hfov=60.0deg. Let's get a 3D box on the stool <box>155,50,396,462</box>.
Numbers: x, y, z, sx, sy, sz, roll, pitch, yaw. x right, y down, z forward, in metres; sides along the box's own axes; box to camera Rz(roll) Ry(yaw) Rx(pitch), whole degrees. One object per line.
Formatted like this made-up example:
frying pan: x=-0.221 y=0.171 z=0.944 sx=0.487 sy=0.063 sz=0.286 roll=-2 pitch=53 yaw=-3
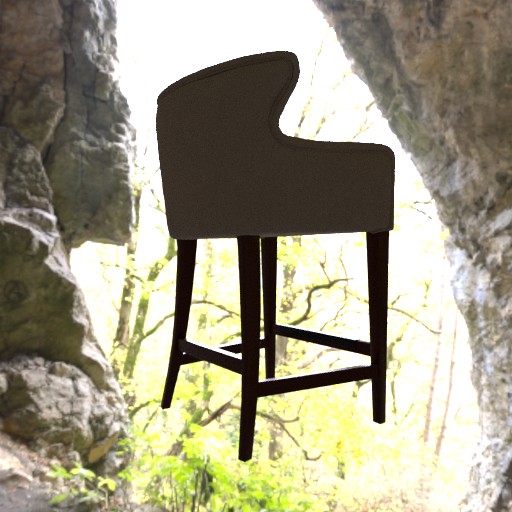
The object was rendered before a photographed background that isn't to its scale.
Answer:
stool: x=0.000 y=0.000 z=1.322 sx=0.570 sy=0.951 sz=0.601 roll=0 pitch=0 yaw=-36
